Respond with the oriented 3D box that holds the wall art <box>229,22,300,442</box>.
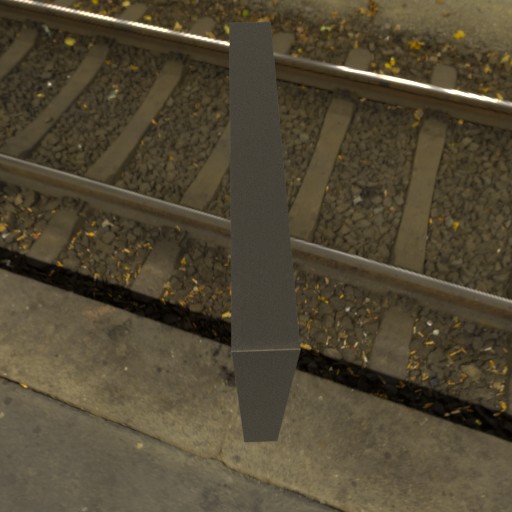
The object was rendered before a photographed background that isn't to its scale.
[{"bbox_3d":[0.000,0.000,0.448,0.037,0.305,0.305,-2,59,-1],"label":"wall art"}]
